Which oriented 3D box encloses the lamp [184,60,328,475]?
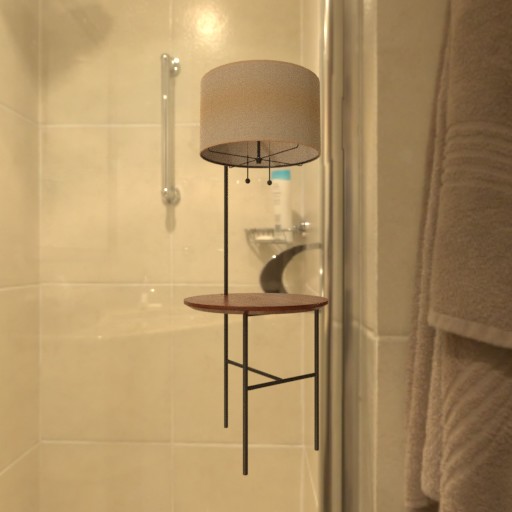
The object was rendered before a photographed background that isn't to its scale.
[{"bbox_3d":[0.000,0.000,1.779,0.573,1.517,0.573,0,0,0],"label":"lamp"}]
